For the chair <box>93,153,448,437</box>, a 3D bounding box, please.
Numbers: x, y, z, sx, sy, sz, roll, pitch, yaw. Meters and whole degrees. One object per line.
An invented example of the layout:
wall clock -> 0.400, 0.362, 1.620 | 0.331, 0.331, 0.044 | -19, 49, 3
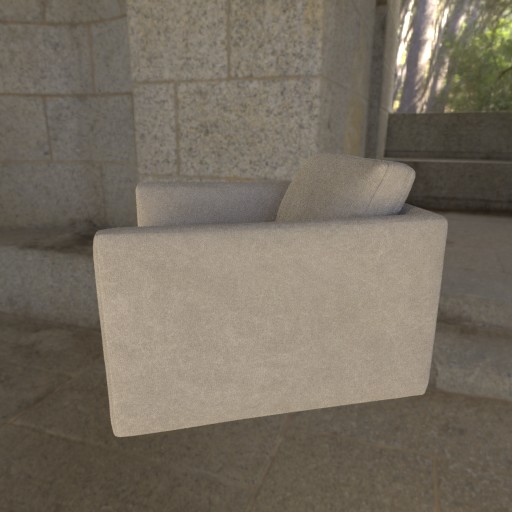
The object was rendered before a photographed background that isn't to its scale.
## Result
chair -> 0.000, 0.000, 1.849 | 1.091, 0.845, 1.190 | -2, 16, -9
